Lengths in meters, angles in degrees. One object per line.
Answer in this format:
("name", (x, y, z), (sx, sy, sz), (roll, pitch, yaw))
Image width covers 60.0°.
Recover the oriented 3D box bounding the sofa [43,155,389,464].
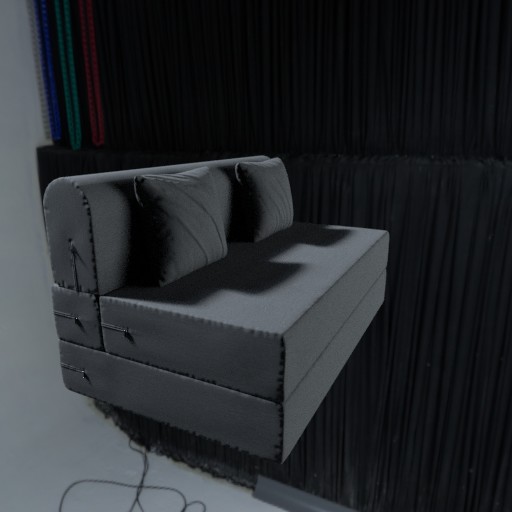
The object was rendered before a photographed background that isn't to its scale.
("sofa", (0.000, 0.000, 1.671), (0.762, 0.670, 1.225), (8, 18, 26))
